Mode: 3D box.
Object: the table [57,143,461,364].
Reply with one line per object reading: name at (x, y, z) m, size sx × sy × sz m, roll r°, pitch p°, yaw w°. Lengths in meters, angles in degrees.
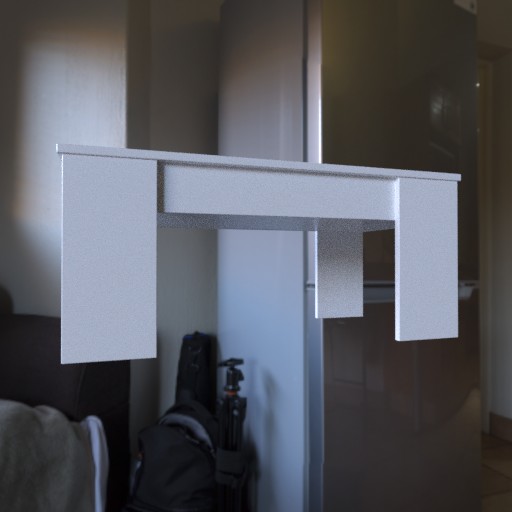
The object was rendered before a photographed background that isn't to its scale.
table at (0.000, 0.000, 1.272) m, size 1.000 × 0.440 × 0.500 m, roll 0°, pitch -1°, yaw -18°
